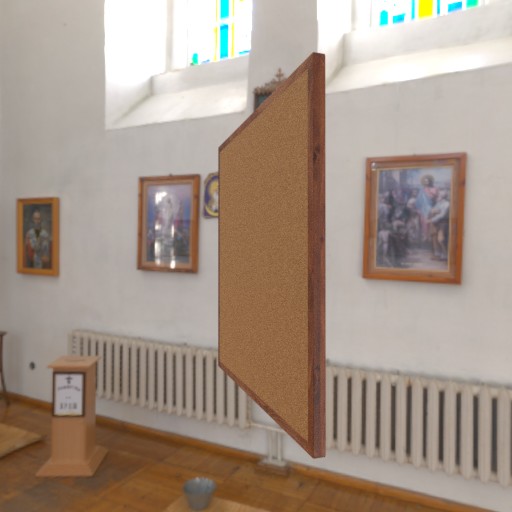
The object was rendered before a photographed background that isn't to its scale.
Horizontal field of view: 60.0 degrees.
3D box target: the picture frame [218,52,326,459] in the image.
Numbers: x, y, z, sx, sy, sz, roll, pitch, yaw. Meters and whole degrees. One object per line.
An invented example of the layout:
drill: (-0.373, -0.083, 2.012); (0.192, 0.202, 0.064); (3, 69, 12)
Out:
picture frame: (0.000, 0.000, 1.276); (0.029, 0.817, 0.810); (0, 0, -18)
